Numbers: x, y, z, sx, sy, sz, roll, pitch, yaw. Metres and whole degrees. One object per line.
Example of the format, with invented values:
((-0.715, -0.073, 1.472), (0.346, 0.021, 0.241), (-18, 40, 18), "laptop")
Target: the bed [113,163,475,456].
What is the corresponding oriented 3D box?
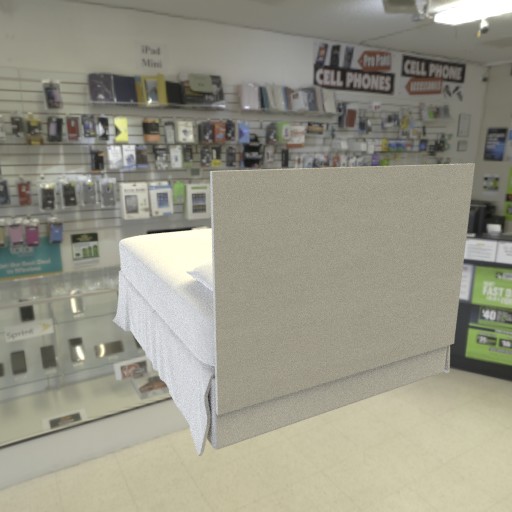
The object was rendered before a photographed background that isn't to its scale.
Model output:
((0.000, 0.000, 3.170), (1.745, 1.335, 2.094), (-7, 16, -27), "bed")
